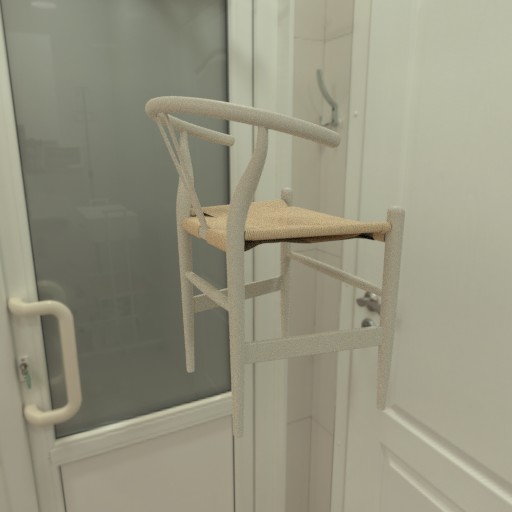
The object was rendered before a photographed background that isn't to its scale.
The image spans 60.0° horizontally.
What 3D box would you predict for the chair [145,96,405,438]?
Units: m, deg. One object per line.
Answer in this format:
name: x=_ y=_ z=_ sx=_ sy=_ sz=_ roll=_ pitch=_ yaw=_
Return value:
chair: x=0.000 y=0.000 z=1.121 sx=0.500 sy=0.736 sz=0.533 roll=-7 pitch=16 yaw=-26
